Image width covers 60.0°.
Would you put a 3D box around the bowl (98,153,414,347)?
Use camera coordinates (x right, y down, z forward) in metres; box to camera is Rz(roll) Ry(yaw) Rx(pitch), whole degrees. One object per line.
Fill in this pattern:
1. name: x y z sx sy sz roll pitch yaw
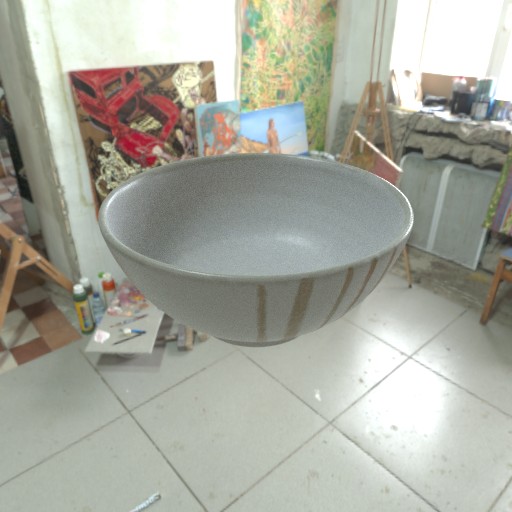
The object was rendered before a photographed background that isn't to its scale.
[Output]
1. bowl: 0.000 0.000 0.422 0.268 0.121 0.268 0 30 0
